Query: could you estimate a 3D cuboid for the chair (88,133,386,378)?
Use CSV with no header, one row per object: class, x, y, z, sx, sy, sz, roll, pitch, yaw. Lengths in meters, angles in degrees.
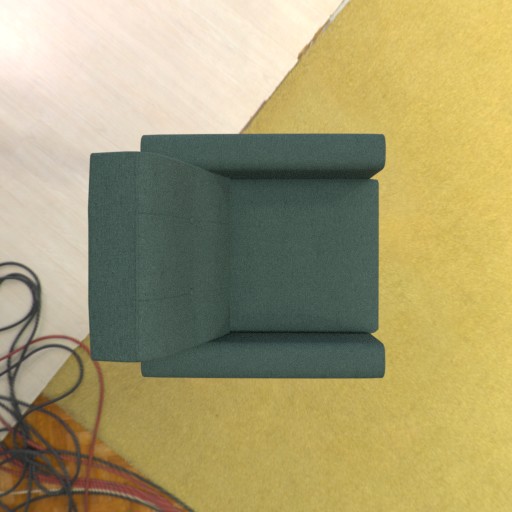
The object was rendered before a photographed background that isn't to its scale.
chair,0.000,0.000,1.601,0.909,0.841,0.831,0,90,2
